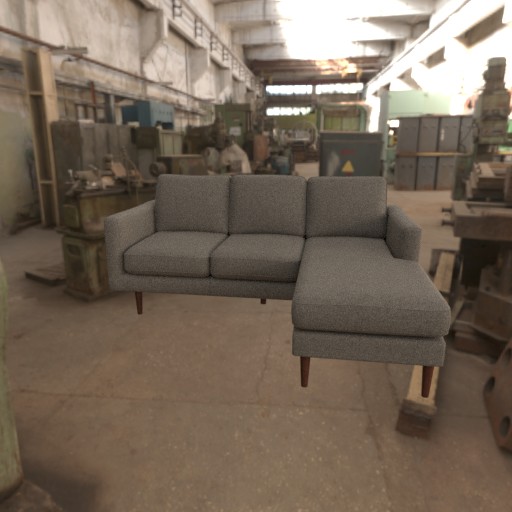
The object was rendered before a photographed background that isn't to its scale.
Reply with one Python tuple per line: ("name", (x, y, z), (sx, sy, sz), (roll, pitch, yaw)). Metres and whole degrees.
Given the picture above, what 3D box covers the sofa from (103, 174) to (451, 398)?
("sofa", (0.000, 0.000, 2.915), (2.055, 0.957, 1.667), (2, 15, 9))
